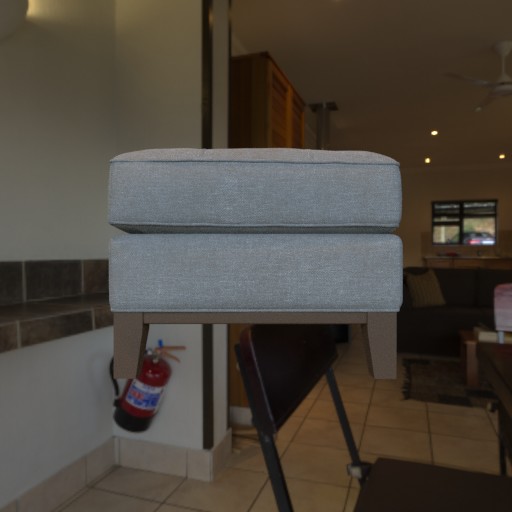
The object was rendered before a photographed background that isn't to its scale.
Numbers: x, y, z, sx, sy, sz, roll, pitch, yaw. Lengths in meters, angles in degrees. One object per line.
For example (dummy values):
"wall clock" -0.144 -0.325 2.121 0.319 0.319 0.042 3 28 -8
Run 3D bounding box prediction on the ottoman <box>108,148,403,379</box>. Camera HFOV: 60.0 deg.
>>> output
"ottoman" 0.000 0.000 1.476 0.648 0.514 1.143 0 0 0
